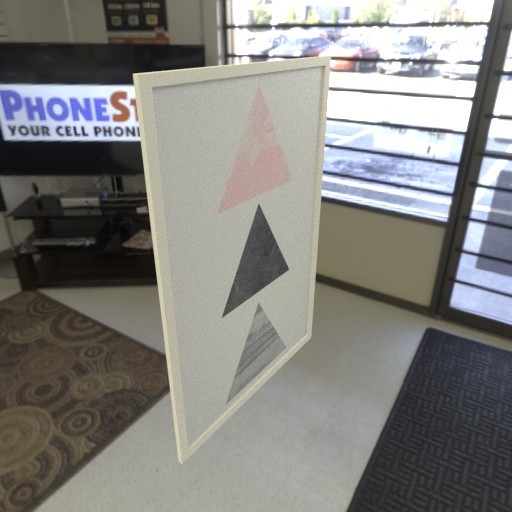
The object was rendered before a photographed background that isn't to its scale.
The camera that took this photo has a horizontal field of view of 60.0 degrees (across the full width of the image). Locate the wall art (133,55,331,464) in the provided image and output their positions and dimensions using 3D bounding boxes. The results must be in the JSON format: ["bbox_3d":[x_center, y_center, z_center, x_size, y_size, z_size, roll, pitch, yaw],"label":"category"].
[{"bbox_3d":[0.000,0.000,1.173,0.013,0.940,0.659,19,33,32],"label":"wall art"}]
